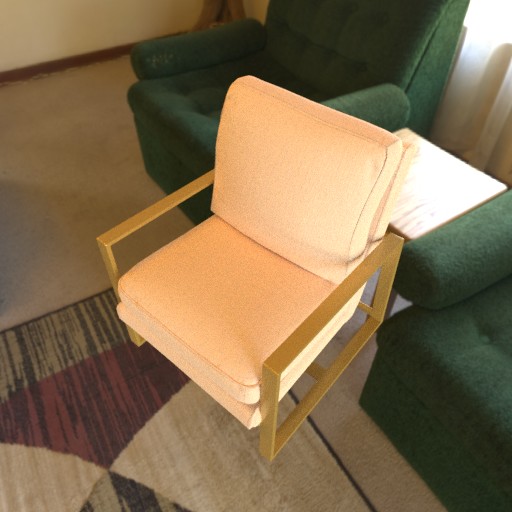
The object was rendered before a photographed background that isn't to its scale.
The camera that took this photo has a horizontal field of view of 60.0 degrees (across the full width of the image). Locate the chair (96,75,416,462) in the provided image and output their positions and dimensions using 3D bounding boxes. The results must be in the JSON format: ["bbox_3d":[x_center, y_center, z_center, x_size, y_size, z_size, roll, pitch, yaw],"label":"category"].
[{"bbox_3d":[0.000,0.000,1.540,0.758,0.956,0.813,32,54,27],"label":"chair"}]
